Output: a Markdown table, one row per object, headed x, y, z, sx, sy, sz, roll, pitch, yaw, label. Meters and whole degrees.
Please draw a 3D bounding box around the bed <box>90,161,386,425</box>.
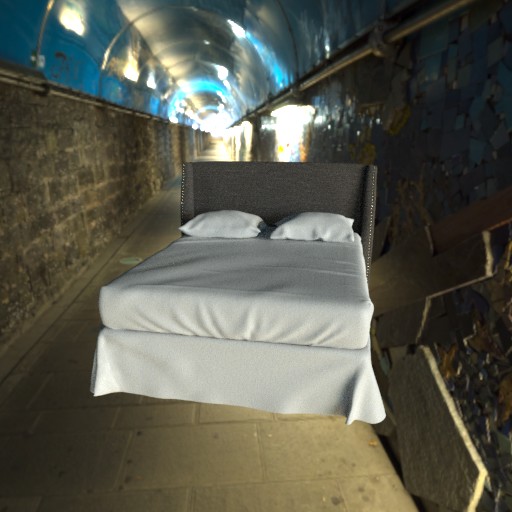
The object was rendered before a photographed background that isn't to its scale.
| x | y | z | sx | sy | sz | roll | pitch | yaw | label |
| --- | --- | --- | --- | --- | --- | --- | --- | --- | --- |
| 0.000 | 0.000 | 3.518 | 1.925 | 1.332 | 2.276 | 3 | 16 | 10 | bed |
